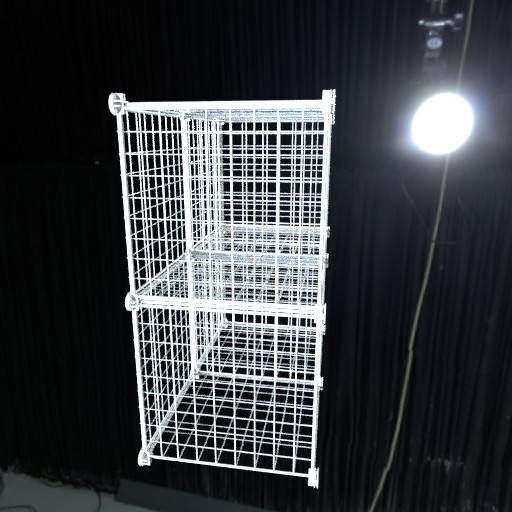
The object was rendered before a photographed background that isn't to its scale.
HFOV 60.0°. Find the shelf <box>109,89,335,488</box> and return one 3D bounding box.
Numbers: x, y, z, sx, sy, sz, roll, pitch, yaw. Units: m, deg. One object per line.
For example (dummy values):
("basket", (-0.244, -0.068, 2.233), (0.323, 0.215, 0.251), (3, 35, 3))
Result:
("shelf", (0.000, 0.000, 1.105), (0.356, 0.711, 0.711), (3, 15, 9))
